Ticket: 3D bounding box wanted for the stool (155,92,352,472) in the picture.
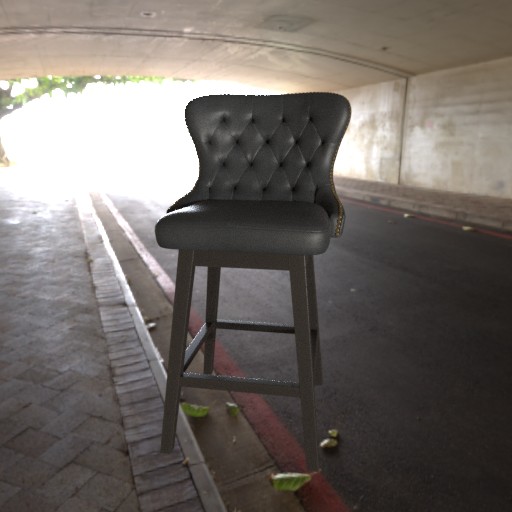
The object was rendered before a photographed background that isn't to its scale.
[{"bbox_3d":[0.000,0.000,1.327,0.528,0.971,0.593,2,15,9],"label":"stool"}]
